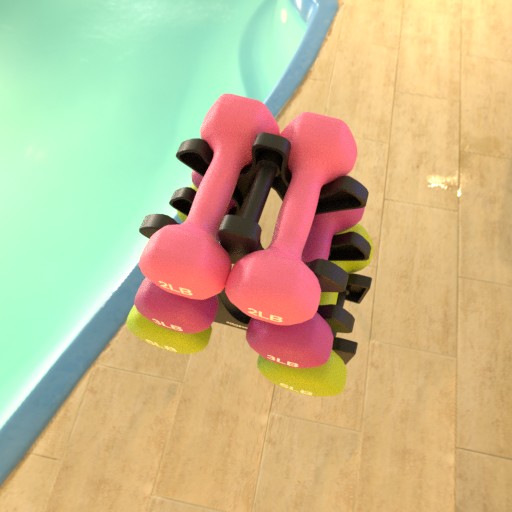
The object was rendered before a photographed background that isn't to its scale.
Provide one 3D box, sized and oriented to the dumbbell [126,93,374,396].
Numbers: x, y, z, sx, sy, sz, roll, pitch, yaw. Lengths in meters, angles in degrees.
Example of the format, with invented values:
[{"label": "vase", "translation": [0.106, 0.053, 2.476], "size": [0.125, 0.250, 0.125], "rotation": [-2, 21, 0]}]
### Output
[{"label": "dumbbell", "translation": [0.000, 0.000, 0.451], "size": [0.257, 0.261, 0.203], "rotation": [16, 65, 8]}]
